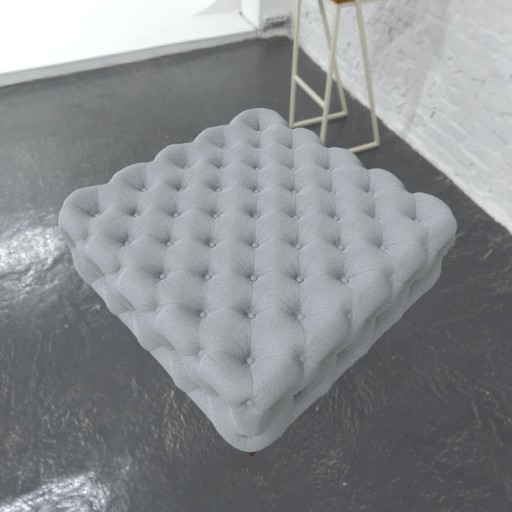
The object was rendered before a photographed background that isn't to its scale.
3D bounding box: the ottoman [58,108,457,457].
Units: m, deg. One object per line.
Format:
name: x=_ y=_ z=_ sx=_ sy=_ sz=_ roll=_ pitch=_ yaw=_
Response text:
ottoman: x=0.000 y=0.000 z=1.206 sx=0.758 sy=0.365 sz=0.764 roll=-35 pitch=56 yaw=-28
